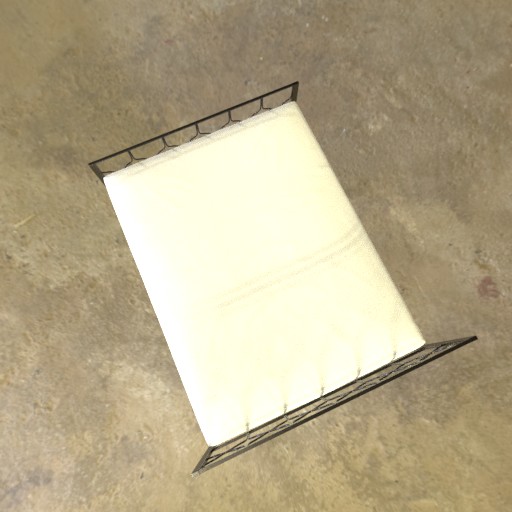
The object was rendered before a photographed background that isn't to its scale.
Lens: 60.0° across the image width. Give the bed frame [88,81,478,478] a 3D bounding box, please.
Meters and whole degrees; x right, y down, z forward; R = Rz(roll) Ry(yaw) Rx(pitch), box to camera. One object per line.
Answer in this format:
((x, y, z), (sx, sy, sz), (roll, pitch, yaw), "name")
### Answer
((0.000, 0.000, 3.046), (1.597, 1.222, 2.063), (-24, 76, -6), "bed frame")
